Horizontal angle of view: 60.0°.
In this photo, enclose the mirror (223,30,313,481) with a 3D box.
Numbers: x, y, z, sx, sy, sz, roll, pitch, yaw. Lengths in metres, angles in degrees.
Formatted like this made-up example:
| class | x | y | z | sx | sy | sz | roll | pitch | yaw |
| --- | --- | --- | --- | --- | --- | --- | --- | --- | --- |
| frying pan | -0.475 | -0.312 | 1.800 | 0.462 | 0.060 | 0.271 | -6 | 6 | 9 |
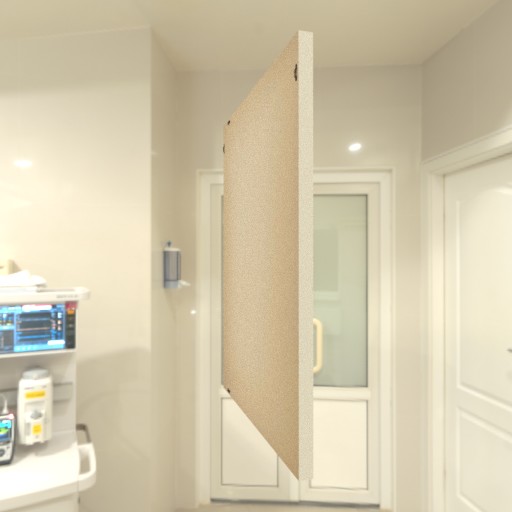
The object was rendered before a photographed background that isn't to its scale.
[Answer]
| class | x | y | z | sx | sy | sz | roll | pitch | yaw |
| --- | --- | --- | --- | --- | --- | --- | --- | --- | --- |
| mirror | 0.000 | 0.000 | 1.367 | 0.041 | 1.016 | 0.762 | 0 | 0 | -17 |
